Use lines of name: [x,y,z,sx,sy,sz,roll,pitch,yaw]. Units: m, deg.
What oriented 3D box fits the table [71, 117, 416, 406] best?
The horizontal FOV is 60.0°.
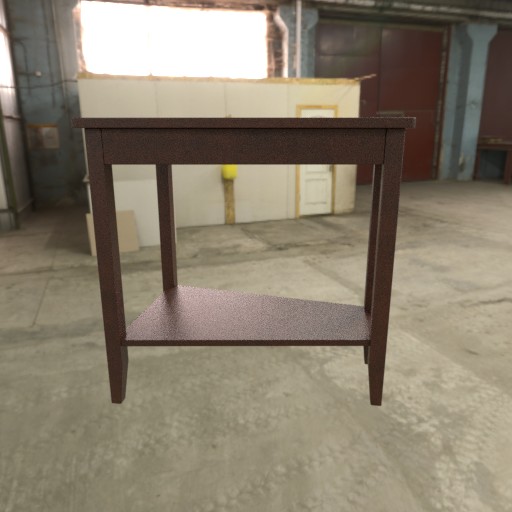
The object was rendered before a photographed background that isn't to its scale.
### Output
table: [0.000,0.000,1.004,0.605,0.589,0.399,3,16,9]
